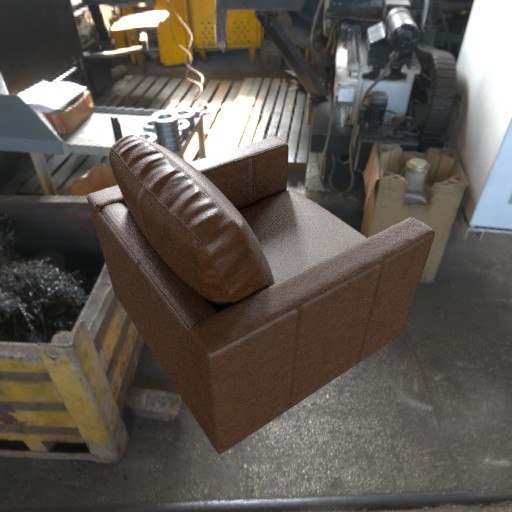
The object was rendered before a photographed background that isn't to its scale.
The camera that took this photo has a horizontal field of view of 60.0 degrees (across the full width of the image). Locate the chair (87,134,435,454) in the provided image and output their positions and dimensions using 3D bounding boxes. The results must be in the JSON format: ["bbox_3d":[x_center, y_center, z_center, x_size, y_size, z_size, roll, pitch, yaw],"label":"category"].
[{"bbox_3d":[0.000,0.000,1.683,0.909,0.956,0.890,-24,46,-26],"label":"chair"}]
